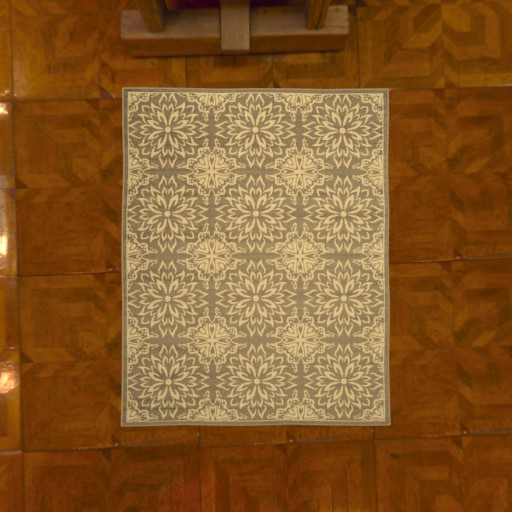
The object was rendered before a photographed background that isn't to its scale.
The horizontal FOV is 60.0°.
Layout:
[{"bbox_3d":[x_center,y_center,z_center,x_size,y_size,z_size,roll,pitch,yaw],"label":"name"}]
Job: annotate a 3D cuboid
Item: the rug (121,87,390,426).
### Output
[{"bbox_3d":[0.000,0.000,3.906,2.363,0.012,2.980,0,89,-1],"label":"rug"}]
